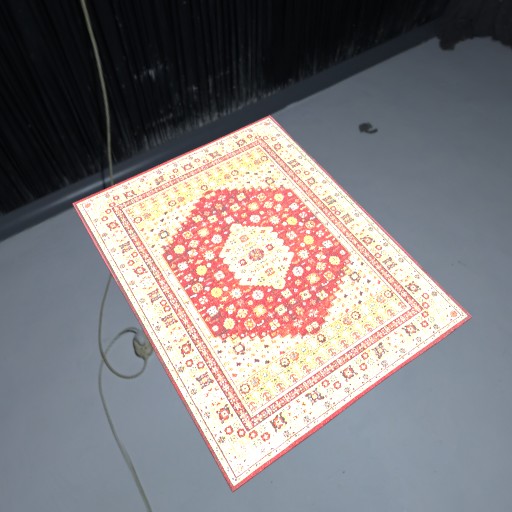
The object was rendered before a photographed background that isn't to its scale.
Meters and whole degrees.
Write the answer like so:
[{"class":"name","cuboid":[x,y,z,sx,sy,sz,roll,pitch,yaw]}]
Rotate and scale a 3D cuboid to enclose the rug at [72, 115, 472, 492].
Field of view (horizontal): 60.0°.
[{"class":"rug","cuboid":[0.000,0.000,4.088,2.387,0.013,3.053,-29,62,-17]}]
